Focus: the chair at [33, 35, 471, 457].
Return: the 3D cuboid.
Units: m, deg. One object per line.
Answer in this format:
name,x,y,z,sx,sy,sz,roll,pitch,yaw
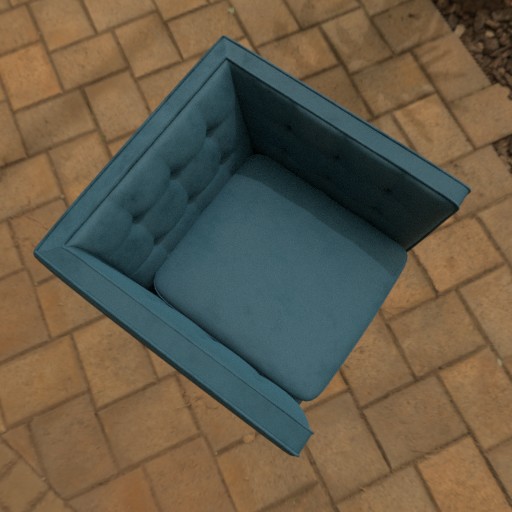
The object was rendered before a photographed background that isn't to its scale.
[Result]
chair,0.000,0.000,1.561,0.894,0.790,0.880,35,78,9
